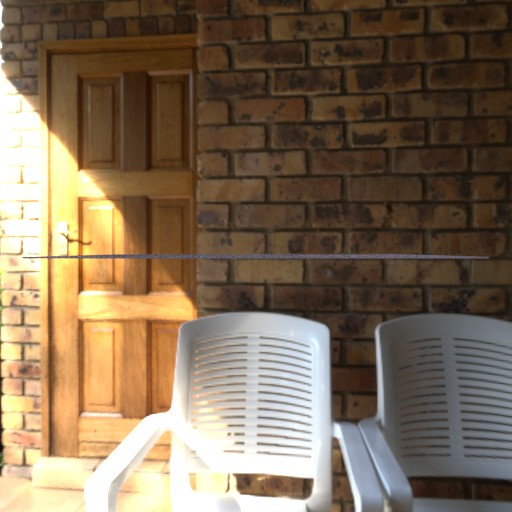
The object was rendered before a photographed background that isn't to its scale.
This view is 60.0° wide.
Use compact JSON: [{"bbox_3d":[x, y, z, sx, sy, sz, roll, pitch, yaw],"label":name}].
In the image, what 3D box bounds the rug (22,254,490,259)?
[{"bbox_3d":[0.000,0.000,2.333,1.829,0.009,1.219,0,1,0],"label":"rug"}]
